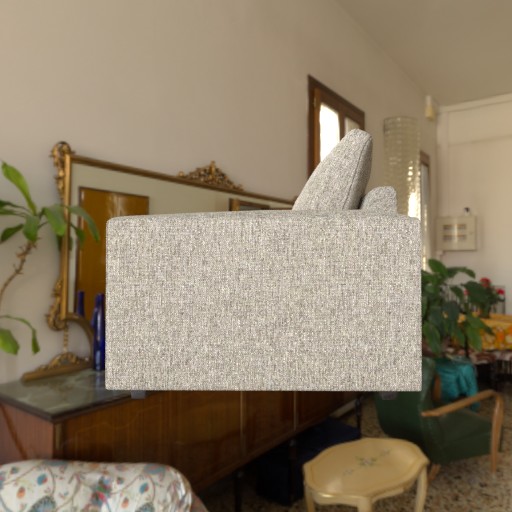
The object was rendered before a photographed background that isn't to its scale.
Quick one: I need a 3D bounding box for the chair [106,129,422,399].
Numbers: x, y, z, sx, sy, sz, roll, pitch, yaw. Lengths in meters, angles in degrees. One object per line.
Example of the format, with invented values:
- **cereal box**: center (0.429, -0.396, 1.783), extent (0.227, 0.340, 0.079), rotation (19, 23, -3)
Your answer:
- **chair**: center (0.000, 0.000, 2.057), extent (1.039, 0.915, 1.398), rotation (0, -1, 1)
